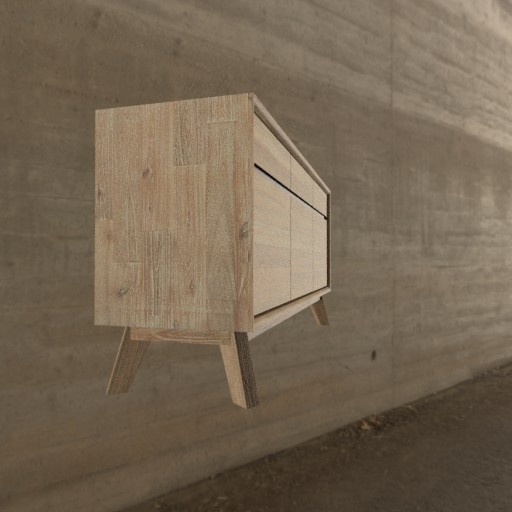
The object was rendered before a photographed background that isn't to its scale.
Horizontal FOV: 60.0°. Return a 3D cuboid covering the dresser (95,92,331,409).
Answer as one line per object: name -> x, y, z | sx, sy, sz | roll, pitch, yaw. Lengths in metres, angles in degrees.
dresser -> 0.000, 0.000, 1.922 | 0.455, 0.788, 1.602 | 0, -1, 16
